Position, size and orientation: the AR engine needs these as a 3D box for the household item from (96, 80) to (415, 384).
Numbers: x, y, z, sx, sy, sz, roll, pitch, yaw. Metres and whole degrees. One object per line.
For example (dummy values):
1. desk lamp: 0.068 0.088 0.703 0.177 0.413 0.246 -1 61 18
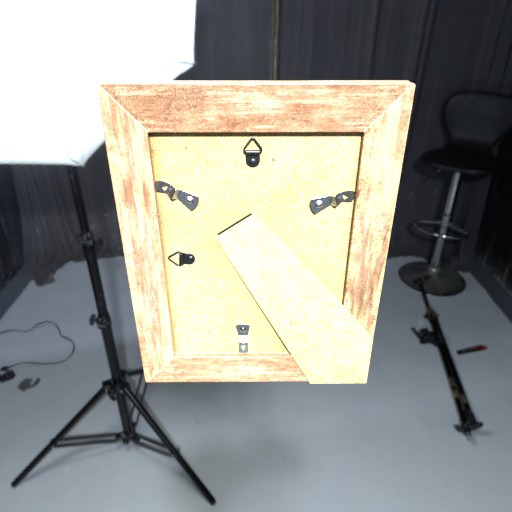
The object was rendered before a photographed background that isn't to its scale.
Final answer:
1. household item: 0.000 0.000 0.321 0.186 0.237 0.018 0 30 0
